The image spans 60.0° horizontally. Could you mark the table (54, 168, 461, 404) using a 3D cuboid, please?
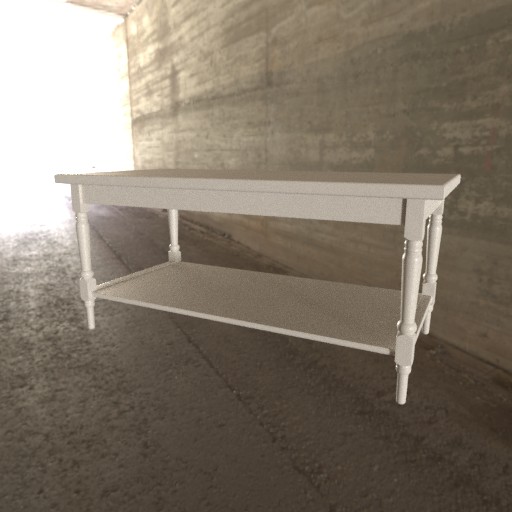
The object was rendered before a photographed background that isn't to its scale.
[{"bbox_3d":[0.000,0.000,1.401,1.107,0.510,0.550,7,15,26],"label":"table"}]
